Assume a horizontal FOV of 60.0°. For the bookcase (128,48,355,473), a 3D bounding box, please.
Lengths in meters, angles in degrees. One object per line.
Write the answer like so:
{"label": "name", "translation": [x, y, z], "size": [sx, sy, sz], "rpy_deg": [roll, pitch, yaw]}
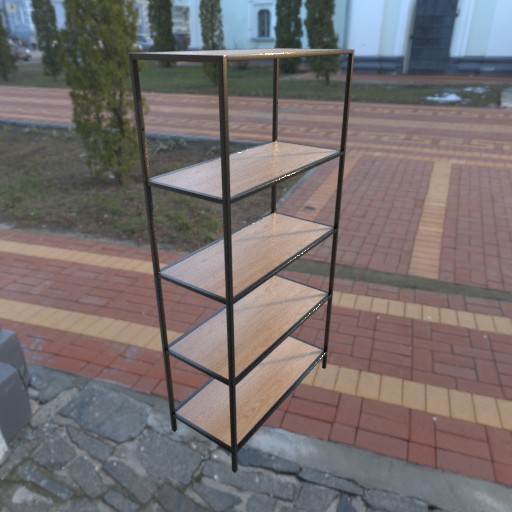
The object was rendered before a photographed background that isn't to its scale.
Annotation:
{"label": "bookcase", "translation": [0.000, 0.000, 1.786], "size": [0.350, 1.500, 0.770], "rpy_deg": [18, 31, 32]}
